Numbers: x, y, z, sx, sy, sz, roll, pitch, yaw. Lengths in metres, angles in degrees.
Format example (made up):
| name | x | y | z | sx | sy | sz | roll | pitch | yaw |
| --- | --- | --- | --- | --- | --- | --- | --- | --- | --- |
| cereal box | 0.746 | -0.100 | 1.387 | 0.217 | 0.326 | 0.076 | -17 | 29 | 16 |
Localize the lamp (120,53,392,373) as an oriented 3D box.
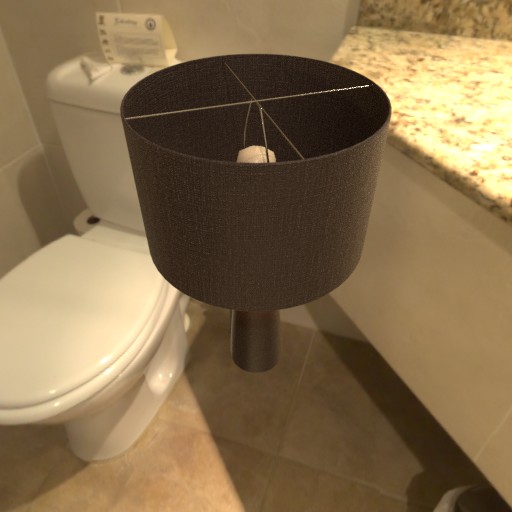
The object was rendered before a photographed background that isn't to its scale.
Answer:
| name | x | y | z | sx | sy | sz | roll | pitch | yaw |
| --- | --- | --- | --- | --- | --- | --- | --- | --- | --- |
| lamp | 0.000 | 0.000 | 0.668 | 0.303 | 0.488 | 0.303 | 0 | 42 | 0 |
